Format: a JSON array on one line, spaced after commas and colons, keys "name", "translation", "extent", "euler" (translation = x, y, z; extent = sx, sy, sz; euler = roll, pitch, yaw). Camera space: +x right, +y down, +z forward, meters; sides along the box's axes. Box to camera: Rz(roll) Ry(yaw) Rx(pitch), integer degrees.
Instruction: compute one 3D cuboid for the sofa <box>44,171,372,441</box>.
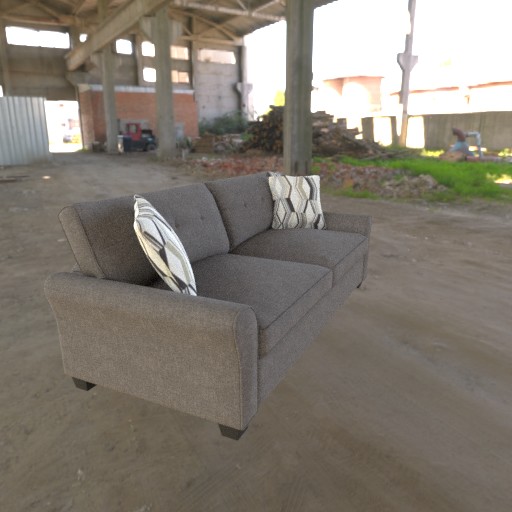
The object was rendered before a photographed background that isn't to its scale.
[{"name": "sofa", "translation": [0.000, 0.000, 2.462], "extent": [0.889, 0.813, 2.032], "euler": [7, 17, 25]}]
